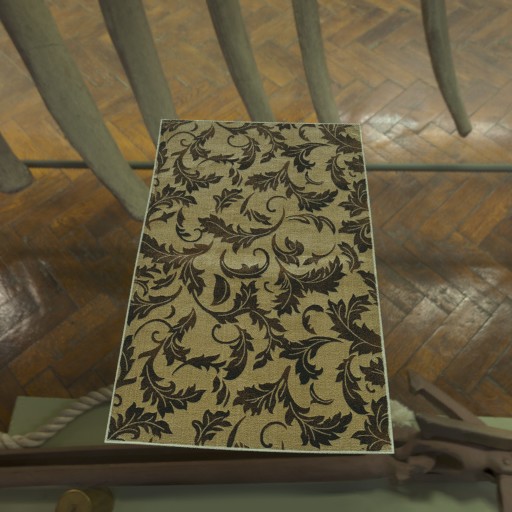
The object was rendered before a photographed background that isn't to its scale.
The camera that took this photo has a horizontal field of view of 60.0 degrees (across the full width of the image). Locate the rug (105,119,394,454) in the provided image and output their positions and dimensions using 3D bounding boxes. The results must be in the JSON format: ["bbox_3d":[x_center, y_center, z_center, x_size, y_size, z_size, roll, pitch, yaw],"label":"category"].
[{"bbox_3d":[0.000,0.000,2.829,1.522,0.008,2.284,2,63,1],"label":"rug"}]
